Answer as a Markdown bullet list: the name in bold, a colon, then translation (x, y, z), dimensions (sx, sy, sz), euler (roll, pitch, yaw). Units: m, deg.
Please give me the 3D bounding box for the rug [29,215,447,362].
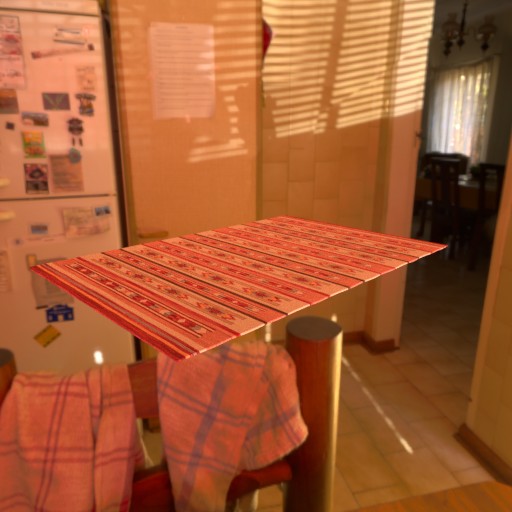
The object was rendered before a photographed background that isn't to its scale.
- **rug**: translation (0.000, 0.000, 2.286), dimensions (1.817, 0.008, 1.223), euler (-15, 22, -42)
